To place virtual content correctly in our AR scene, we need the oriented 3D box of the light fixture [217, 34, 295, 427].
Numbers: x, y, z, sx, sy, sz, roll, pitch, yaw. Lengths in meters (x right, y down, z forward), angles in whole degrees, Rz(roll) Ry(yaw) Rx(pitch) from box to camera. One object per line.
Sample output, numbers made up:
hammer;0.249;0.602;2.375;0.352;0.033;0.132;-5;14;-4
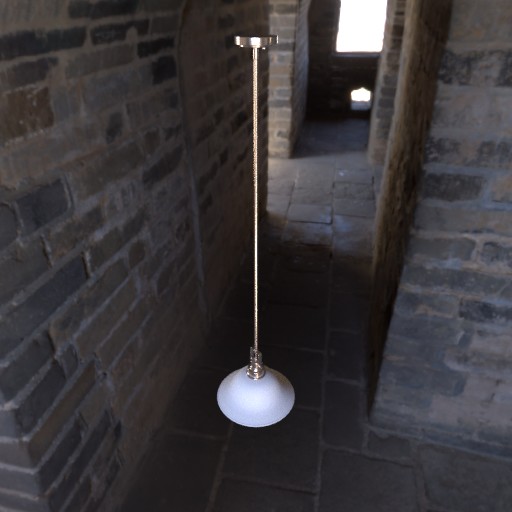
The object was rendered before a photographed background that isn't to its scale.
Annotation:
light fixture;0.000;0.000;1.517;0.324;1.354;0.324;-21;36;-31
